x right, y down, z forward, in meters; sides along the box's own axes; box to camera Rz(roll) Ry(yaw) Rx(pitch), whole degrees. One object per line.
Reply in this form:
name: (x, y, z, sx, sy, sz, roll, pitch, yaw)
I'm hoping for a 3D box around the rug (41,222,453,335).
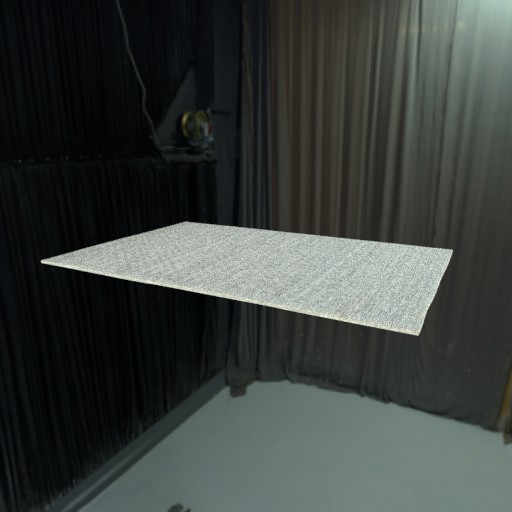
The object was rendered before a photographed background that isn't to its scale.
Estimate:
rug: (0.000, 0.000, 2.950, 2.297, 0.018, 1.532, 8, 17, 27)
